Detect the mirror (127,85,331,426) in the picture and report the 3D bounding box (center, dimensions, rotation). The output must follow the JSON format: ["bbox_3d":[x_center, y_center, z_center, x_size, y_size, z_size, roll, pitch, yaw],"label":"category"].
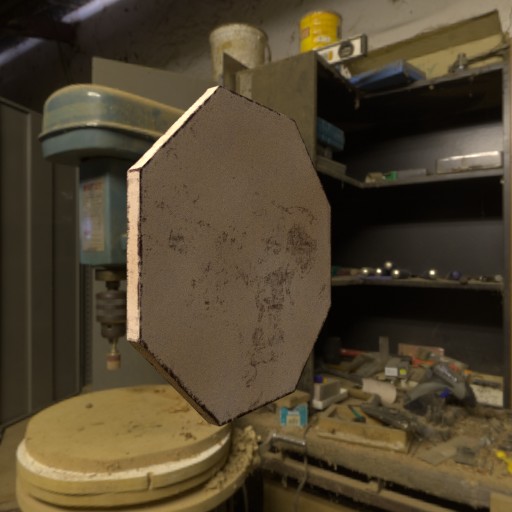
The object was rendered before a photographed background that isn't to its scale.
[{"bbox_3d":[0.000,0.000,0.956,0.031,0.648,0.648,0,0,37],"label":"mirror"}]
